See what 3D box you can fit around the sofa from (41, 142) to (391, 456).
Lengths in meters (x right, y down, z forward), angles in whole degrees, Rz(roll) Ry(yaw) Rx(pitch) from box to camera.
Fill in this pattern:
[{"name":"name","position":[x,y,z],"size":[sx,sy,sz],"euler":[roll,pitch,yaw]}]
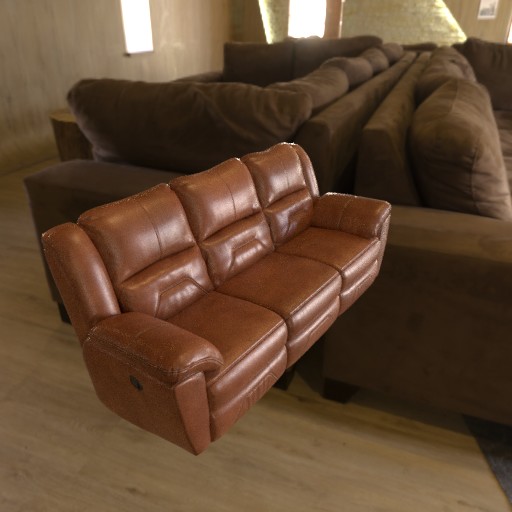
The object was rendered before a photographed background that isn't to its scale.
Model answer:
[{"name":"sofa","position":[0.000,0.000,2.859],"size":[0.991,1.043,2.337],"euler":[19,33,32]}]
